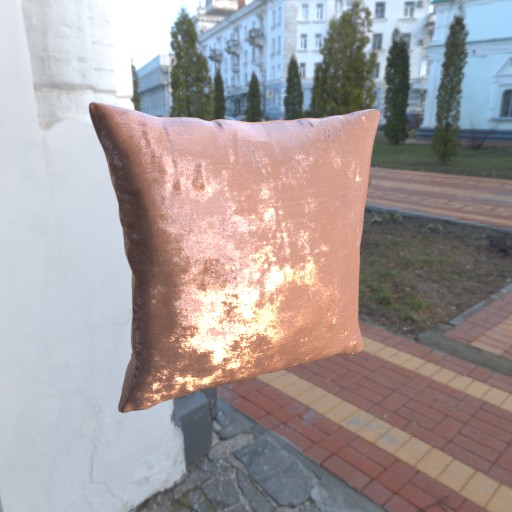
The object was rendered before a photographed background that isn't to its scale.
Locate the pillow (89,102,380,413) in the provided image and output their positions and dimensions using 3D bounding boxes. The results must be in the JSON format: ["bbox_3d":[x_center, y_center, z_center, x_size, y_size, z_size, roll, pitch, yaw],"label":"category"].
[{"bbox_3d":[0.000,0.000,0.717,0.470,0.464,0.175,-9,19,-26],"label":"pillow"}]
